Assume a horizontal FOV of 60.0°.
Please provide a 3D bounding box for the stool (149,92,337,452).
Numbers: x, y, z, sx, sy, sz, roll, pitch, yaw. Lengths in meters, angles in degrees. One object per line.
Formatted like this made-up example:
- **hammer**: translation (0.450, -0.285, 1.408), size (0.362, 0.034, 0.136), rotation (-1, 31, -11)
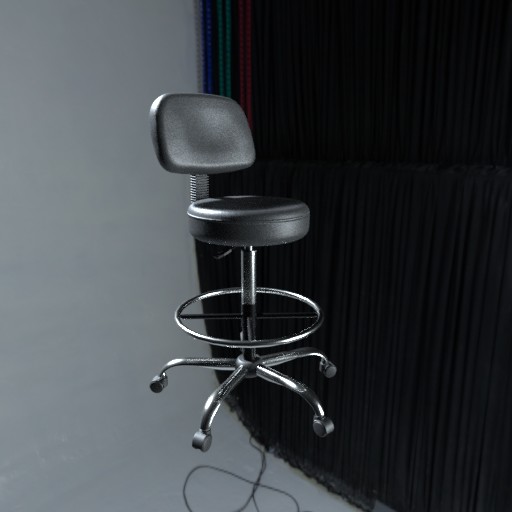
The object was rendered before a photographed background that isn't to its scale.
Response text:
- **stool**: translation (0.000, 0.000, 1.489), size (0.658, 1.069, 0.694), rotation (14, 20, 43)
